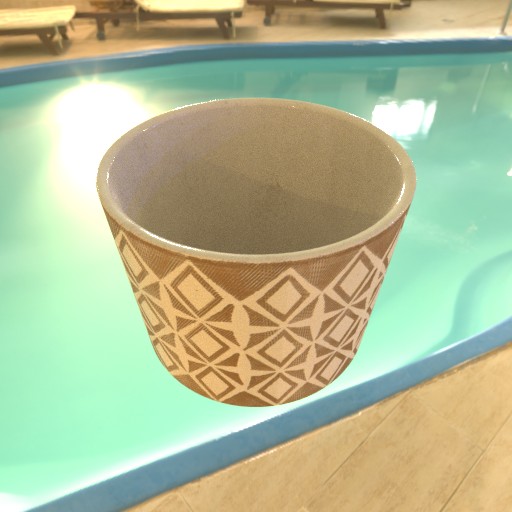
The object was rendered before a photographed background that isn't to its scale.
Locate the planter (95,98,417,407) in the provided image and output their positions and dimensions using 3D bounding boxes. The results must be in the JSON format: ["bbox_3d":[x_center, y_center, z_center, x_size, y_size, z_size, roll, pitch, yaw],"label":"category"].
[{"bbox_3d":[0.000,0.000,0.444,0.260,0.220,0.260,0,41,0],"label":"planter"}]
